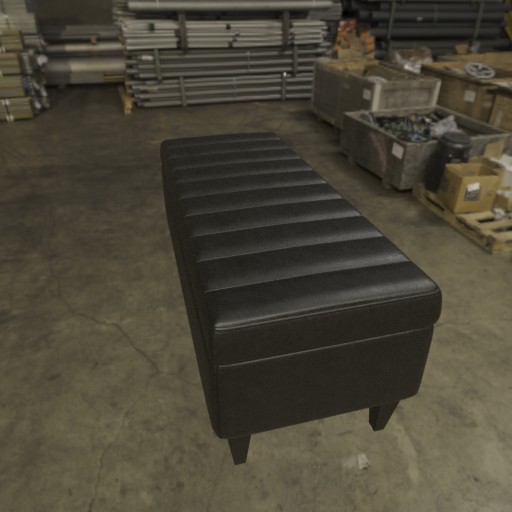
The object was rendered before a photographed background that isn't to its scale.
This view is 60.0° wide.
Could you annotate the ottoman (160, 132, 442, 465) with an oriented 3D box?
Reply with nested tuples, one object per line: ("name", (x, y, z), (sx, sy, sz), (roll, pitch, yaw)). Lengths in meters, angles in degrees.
("ottoman", (0.000, 0.000, 1.389), (0.482, 0.469, 1.151), (-8, 32, -13))
